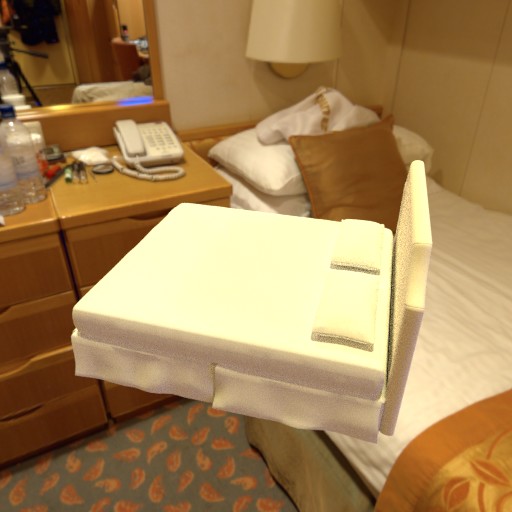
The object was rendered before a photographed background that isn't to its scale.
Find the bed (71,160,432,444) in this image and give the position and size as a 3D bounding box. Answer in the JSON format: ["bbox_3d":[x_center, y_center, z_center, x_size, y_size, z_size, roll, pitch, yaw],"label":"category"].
[{"bbox_3d":[0.000,0.000,4.174,2.773,1.590,2.350,9,32,14],"label":"bed"}]
